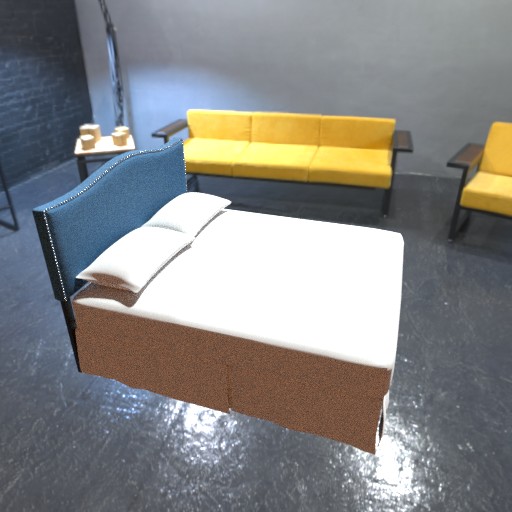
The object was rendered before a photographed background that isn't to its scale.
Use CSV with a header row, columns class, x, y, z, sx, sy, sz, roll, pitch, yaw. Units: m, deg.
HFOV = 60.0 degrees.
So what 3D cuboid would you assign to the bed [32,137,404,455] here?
class,x,y,z,sx,sy,sz,roll,pitch,yaw
bed,0.000,0.000,2.881,1.872,1.169,1.610,9,30,16
